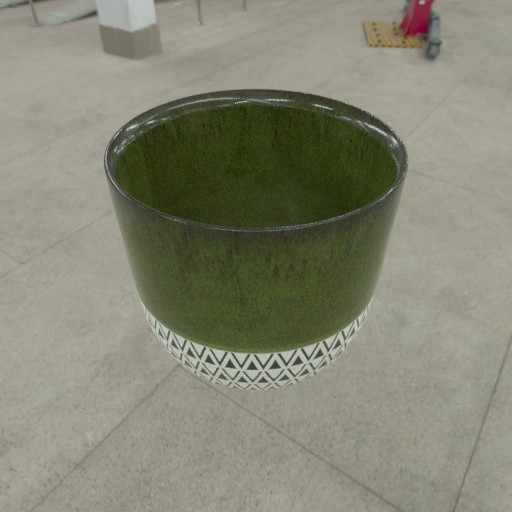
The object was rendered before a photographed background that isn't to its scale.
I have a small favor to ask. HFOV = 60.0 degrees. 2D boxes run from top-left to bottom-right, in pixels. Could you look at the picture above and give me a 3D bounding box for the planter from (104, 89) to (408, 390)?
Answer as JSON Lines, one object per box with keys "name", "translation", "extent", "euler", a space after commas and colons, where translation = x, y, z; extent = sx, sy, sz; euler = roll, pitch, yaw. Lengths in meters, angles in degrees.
{"name": "planter", "translation": [0.000, 0.000, 0.485], "extent": [0.266, 0.270, 0.266], "euler": [0, 40, 0]}
